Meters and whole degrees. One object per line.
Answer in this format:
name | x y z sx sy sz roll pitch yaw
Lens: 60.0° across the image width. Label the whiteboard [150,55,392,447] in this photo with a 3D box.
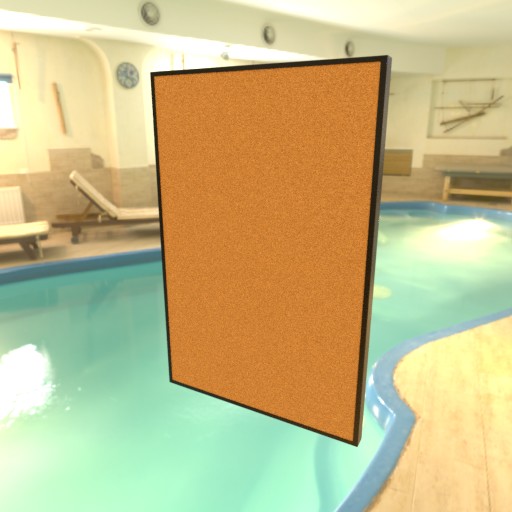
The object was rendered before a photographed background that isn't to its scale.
whiteboard | 0.000 0.000 0.767 0.406 0.611 0.026 9 19 28
